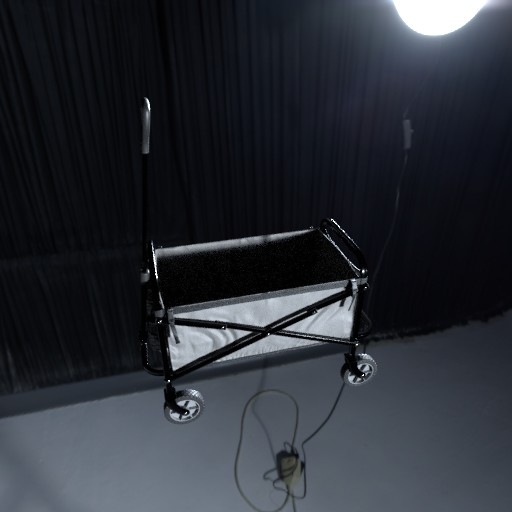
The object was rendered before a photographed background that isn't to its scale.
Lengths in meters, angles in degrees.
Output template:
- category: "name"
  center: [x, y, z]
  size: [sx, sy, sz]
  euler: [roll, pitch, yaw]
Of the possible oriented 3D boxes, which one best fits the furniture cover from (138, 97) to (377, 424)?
- category: "furniture cover"
  center: [0.000, 0.000, 1.843]
  size: [1.038, 1.295, 0.532]
  euler: [-8, 32, -13]
